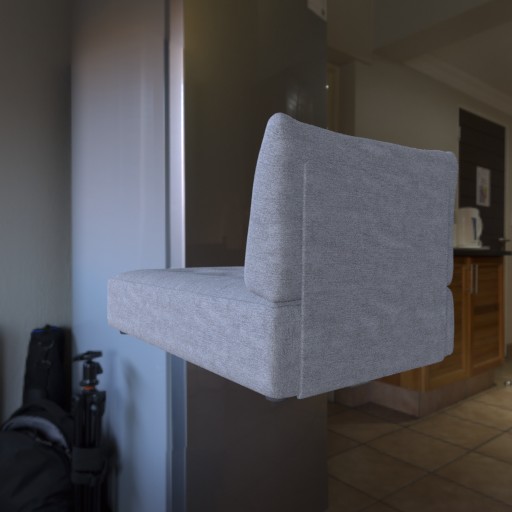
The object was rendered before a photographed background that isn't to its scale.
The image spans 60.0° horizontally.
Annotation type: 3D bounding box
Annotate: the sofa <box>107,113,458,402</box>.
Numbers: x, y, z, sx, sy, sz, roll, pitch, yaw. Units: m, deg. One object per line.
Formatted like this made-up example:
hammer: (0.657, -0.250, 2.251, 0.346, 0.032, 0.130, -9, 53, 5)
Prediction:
sofa: (0.000, 0.000, 2.023, 0.930, 0.820, 1.450, -1, 1, -36)
